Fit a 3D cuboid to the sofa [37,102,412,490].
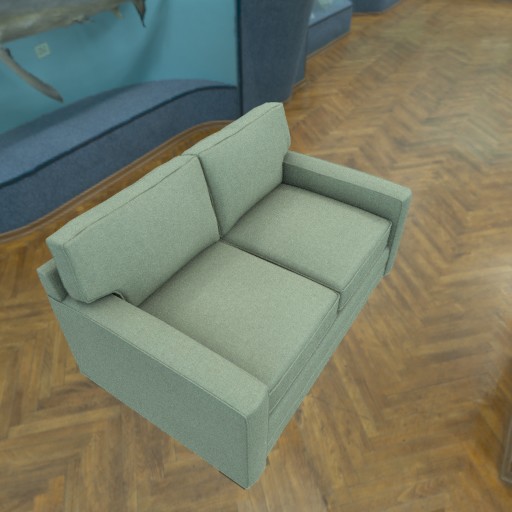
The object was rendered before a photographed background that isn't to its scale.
[{"bbox_3d":[0.000,0.000,2.024,0.940,0.853,1.484,24,46,25],"label":"sofa"}]
